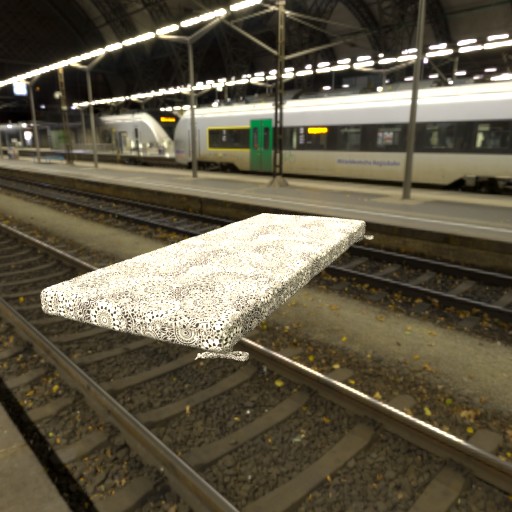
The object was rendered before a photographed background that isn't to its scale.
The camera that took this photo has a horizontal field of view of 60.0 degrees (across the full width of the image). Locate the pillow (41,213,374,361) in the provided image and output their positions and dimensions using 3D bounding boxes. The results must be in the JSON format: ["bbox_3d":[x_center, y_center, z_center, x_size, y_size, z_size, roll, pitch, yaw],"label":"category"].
[{"bbox_3d":[0.000,0.000,1.347,0.492,0.081,1.187,7,16,25],"label":"pillow"}]
